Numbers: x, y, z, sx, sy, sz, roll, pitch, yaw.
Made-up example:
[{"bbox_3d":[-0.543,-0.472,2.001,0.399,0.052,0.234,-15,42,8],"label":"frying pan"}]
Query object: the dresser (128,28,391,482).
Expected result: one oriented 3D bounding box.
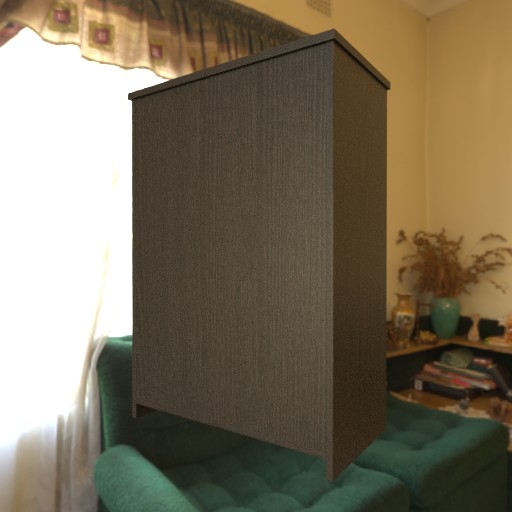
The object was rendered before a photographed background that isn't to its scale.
[{"bbox_3d":[0.000,0.000,1.355,0.704,1.020,0.399,0,1,35],"label":"dresser"}]
